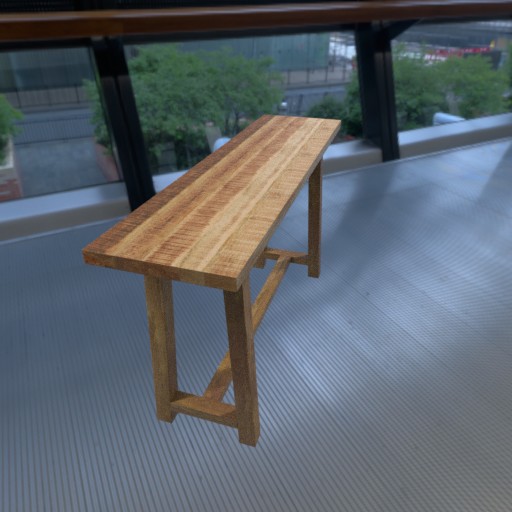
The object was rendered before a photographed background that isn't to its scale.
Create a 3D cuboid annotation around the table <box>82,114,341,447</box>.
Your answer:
[{"bbox_3d":[0.000,0.000,1.865,0.405,0.810,1.524,9,32,16],"label":"table"}]
